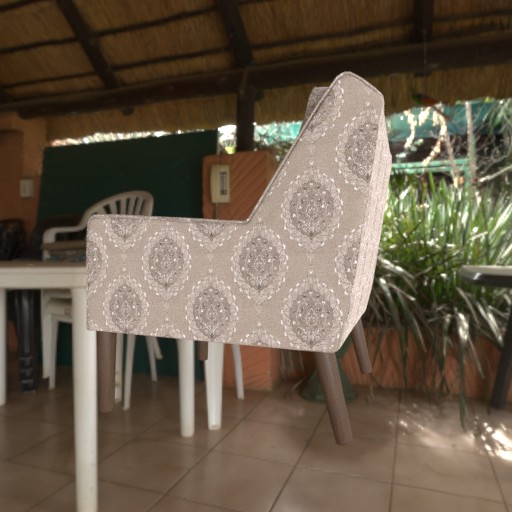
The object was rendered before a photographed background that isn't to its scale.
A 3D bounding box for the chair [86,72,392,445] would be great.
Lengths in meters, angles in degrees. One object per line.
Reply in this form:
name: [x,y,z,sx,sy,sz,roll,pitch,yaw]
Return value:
chair: [0.000,0.000,1.310,0.750,0.797,0.665,0,1,19]
